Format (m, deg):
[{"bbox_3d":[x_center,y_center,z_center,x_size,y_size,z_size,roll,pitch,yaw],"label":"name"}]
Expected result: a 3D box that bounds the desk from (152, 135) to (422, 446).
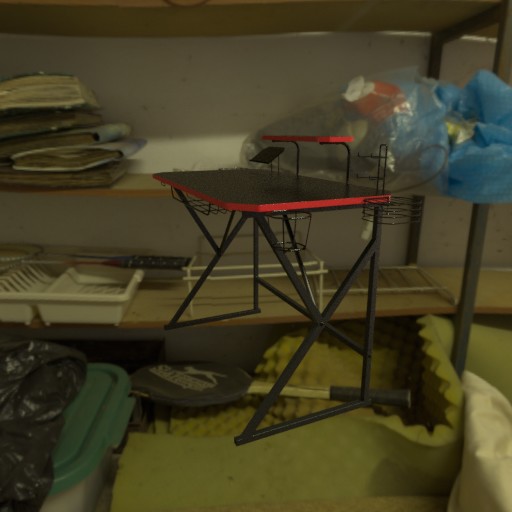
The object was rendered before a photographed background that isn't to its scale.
[{"bbox_3d":[0.000,0.000,1.750,0.588,0.913,1.280,-7,17,-24],"label":"desk"}]
